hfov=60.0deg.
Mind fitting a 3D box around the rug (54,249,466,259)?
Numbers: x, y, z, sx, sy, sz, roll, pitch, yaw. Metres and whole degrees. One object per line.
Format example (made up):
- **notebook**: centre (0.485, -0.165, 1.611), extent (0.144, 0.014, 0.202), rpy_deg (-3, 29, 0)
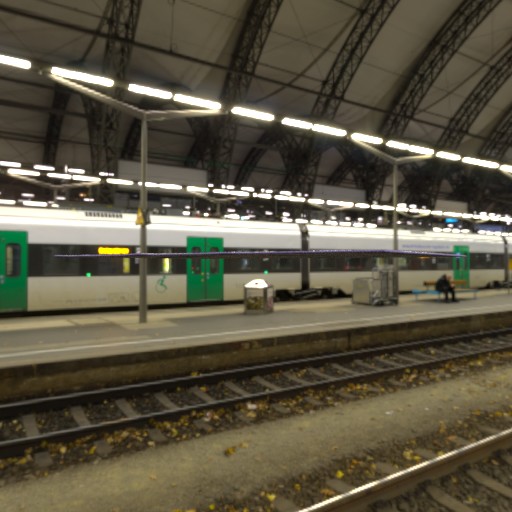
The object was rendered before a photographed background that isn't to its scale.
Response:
- **rug**: centre (0.000, 0.000, 2.284), extent (1.781, 0.012, 1.184), rpy_deg (-1, -1, 36)
